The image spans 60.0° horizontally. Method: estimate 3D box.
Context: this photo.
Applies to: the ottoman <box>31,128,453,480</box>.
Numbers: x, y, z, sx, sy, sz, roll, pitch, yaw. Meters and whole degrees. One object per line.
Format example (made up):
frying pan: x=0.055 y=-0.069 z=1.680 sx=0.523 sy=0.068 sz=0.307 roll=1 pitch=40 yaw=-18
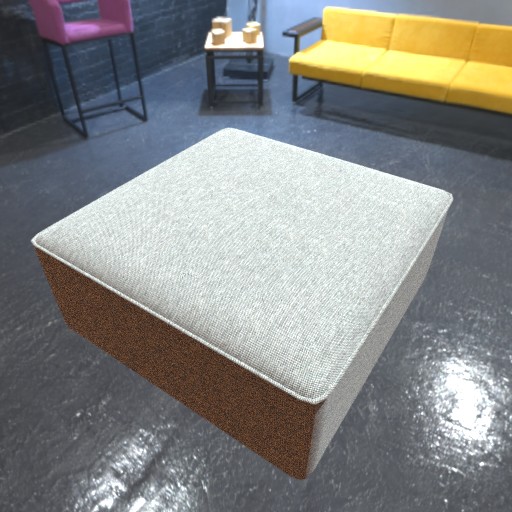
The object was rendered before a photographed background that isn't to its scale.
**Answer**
ottoman: x=0.000 y=0.000 z=1.544 sx=1.005 sy=0.455 sz=1.005 roll=24 pitch=45 yaw=26
